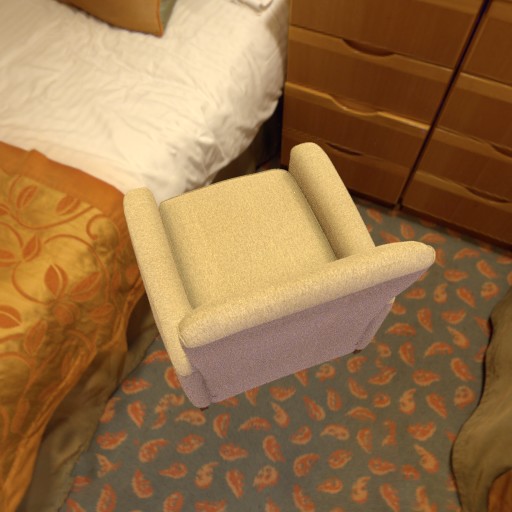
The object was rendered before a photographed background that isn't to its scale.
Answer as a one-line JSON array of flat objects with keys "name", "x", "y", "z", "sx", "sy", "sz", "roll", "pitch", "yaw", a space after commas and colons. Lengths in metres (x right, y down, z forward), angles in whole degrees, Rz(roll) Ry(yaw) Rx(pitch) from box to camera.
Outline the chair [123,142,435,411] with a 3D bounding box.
[{"name": "chair", "x": 0.000, "y": 0.000, "z": 1.662, "sx": 0.848, "sy": 1.014, "sz": 0.864, "roll": -17, "pitch": 60, "yaw": -10}]
